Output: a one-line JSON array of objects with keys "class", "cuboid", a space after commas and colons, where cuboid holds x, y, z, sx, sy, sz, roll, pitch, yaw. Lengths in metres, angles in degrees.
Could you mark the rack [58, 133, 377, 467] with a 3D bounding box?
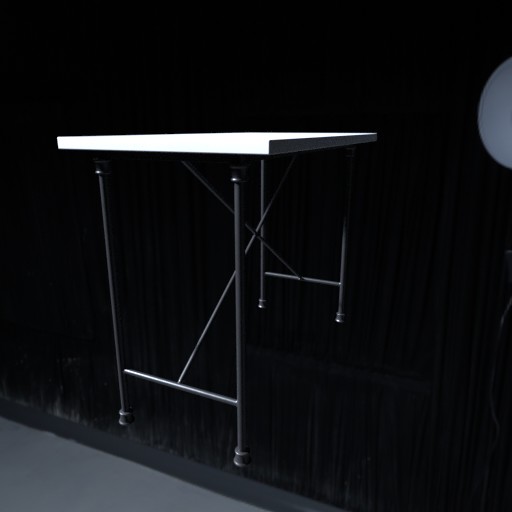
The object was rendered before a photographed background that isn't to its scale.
[{"class": "rack", "cuboid": [0.000, 0.000, 1.669, 0.613, 0.880, 1.159, 8, 18, 24]}]
